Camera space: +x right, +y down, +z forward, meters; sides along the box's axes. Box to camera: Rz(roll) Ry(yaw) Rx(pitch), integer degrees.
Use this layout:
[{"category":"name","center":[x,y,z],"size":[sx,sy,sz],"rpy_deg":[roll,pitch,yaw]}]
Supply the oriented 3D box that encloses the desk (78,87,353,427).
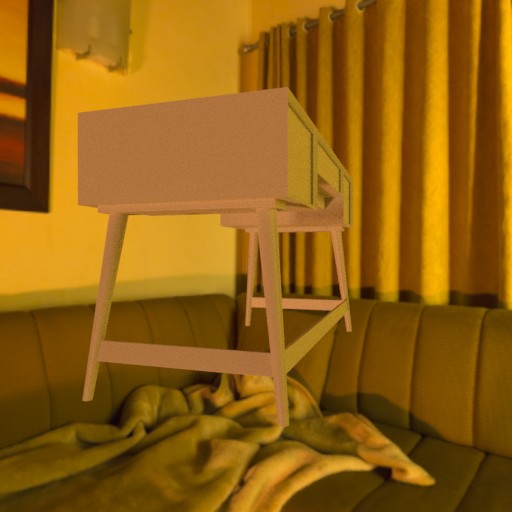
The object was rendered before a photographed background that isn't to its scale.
[{"category":"desk","center":[0.000,0.000,1.705],"size":[0.589,0.762,1.313],"rpy_deg":[0,0,19]}]
